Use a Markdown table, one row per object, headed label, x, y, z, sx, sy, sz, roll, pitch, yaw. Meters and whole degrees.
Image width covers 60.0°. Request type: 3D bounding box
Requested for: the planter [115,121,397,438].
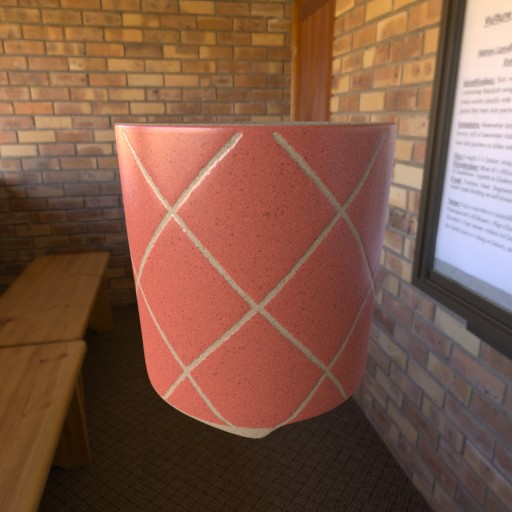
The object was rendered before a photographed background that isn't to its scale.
| label | x | y | z | sx | sy | sz | roll | pitch | yaw |
| --- | --- | --- | --- | --- | --- | --- | --- | --- | --- |
| planter | 0.000 | 0.000 | 0.406 | 0.227 | 0.235 | 0.227 | 0 | 17 | 0 |
